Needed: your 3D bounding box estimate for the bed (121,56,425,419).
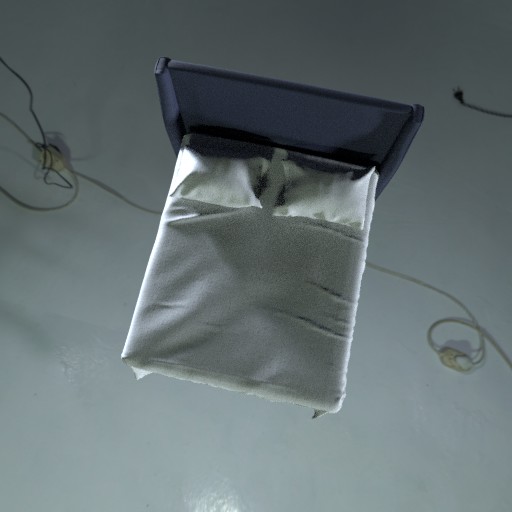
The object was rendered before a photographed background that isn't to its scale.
[{"bbox_3d":[0.000,0.000,3.448,1.925,1.332,2.276,12,76,3],"label":"bed"}]
